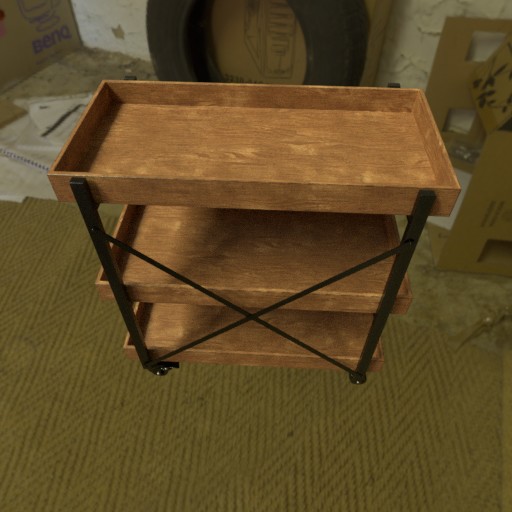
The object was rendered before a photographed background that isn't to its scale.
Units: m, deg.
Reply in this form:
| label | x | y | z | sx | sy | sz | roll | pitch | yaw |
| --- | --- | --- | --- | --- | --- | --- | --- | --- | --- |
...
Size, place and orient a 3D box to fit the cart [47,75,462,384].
| label | x | y | z | sx | sy | sz | roll | pitch | yaw |
| --- | --- | --- | --- | --- | --- | --- | --- | --- | --- |
| cart | 0.000 | 0.000 | 1.213 | 0.750 | 0.800 | 0.411 | 2 | 48 | 2 |
